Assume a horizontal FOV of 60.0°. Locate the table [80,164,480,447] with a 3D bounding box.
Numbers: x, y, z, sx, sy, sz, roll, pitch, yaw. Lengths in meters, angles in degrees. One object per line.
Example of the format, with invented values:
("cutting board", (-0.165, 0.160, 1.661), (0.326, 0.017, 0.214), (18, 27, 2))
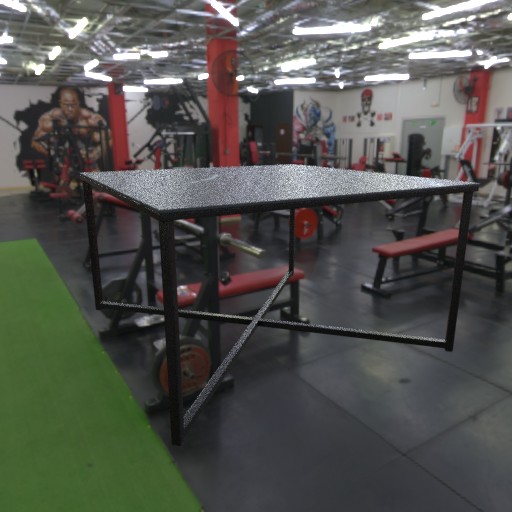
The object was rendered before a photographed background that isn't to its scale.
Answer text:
("table", (0.000, 0.000, 1.282), (0.800, 0.450, 0.800), (-8, 18, -28))
